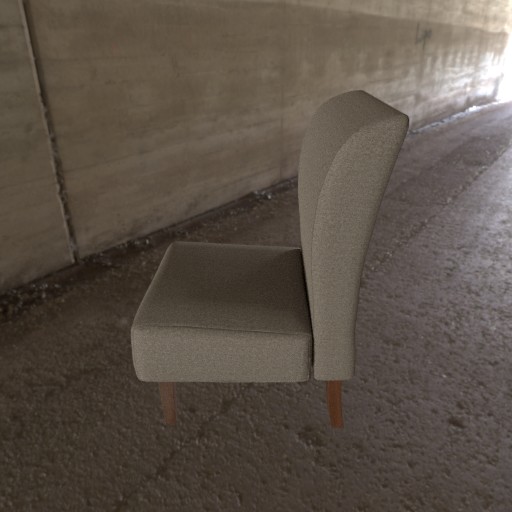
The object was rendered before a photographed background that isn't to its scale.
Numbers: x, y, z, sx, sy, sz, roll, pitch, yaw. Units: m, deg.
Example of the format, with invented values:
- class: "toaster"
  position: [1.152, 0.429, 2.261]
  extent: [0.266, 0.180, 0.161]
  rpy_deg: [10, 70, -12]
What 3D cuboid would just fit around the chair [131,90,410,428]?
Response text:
- class: "chair"
  position: [0.000, 0.000, 1.195]
  extent: [0.592, 0.804, 0.513]
  rpy_deg: [0, 26, 0]
